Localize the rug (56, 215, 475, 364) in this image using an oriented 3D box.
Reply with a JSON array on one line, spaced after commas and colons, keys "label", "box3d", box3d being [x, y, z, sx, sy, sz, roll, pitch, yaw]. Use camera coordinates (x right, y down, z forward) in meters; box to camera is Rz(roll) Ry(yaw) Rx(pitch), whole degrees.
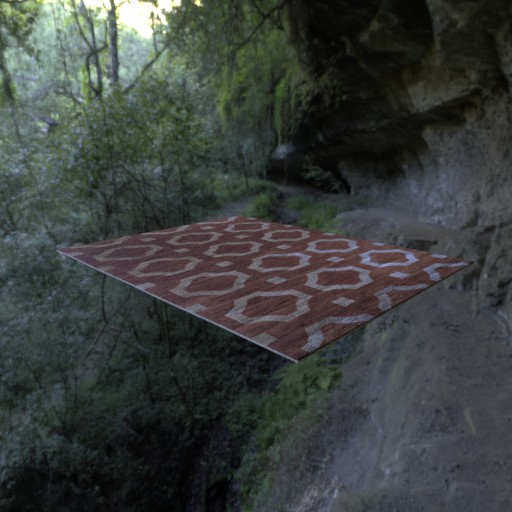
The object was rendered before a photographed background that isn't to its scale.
[{"label": "rug", "box3d": [0.000, 0.000, 4.133, 3.049, 0.021, 2.466, 15, 22, 43]}]
